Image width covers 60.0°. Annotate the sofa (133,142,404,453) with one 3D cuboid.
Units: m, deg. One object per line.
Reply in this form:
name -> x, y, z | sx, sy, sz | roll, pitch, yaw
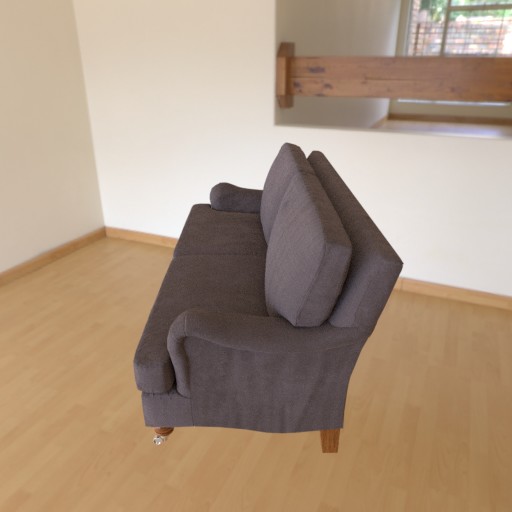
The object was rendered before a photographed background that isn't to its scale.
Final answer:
sofa -> 0.000, 0.000, 2.764 | 1.086, 1.087, 2.165 | 0, 24, -1
